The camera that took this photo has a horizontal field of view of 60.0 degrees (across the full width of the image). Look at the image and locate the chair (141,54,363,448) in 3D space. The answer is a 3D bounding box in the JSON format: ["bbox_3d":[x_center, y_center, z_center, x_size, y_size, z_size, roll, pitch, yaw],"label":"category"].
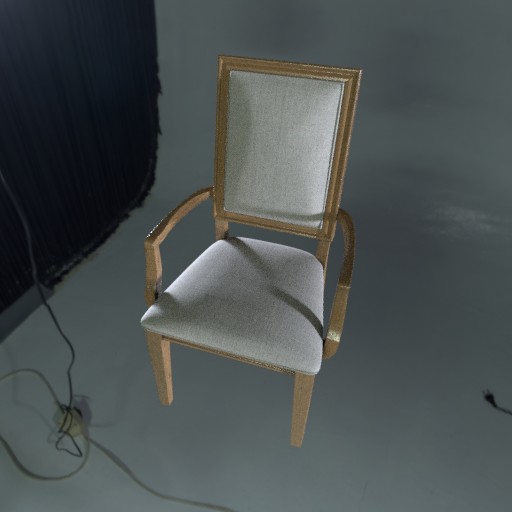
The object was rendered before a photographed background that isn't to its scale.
[{"bbox_3d":[0.000,0.000,1.370,0.606,0.990,0.602,12,42,14],"label":"chair"}]
